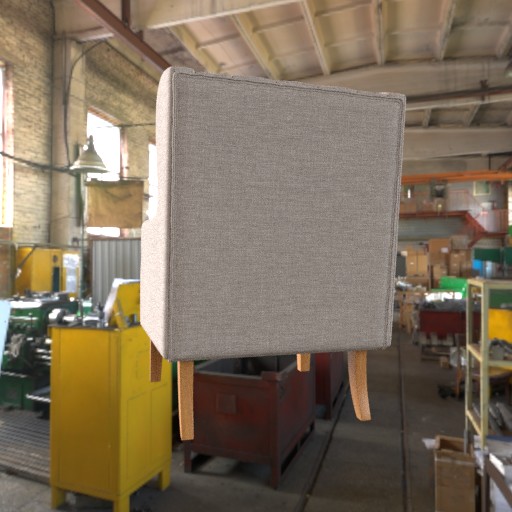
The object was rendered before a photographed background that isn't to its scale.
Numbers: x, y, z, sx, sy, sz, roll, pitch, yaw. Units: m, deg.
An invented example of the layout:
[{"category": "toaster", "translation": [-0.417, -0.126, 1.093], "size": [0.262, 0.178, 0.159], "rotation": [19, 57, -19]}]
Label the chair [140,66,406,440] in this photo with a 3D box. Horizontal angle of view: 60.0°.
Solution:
[{"category": "chair", "translation": [0.000, 0.000, 1.441], "size": [0.710, 0.930, 0.760], "rotation": [0, -1, -16]}]
